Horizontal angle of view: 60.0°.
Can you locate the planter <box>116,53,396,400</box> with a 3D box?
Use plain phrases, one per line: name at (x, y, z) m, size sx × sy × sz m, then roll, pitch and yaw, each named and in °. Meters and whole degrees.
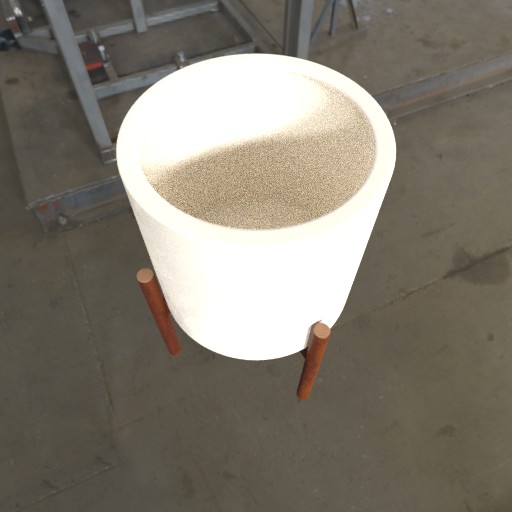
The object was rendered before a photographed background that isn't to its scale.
planter at (0.000, 0.000, 0.948) m, size 0.417 × 0.670 × 0.417 m, roll 17°, pitch 58°, yaw 11°
